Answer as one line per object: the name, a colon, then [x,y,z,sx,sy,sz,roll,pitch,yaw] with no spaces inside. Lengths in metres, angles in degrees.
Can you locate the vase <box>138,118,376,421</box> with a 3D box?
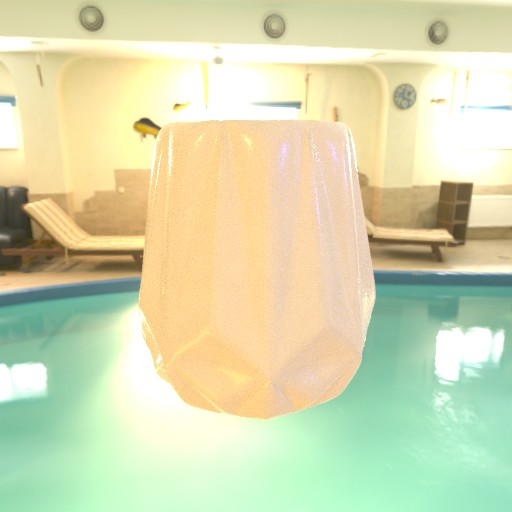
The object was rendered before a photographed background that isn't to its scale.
vase: [0.000,0.000,0.264,0.141,0.152,0.141,0,14,0]
